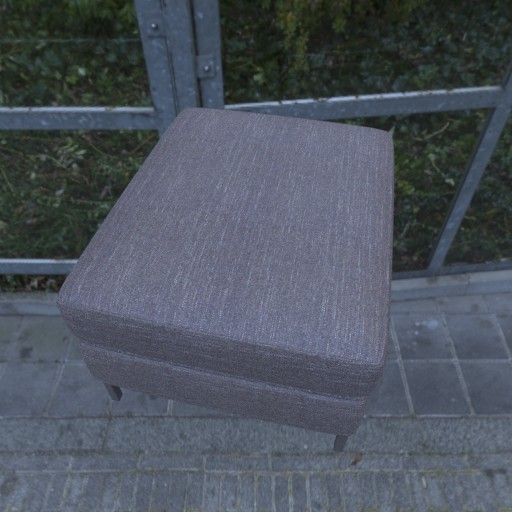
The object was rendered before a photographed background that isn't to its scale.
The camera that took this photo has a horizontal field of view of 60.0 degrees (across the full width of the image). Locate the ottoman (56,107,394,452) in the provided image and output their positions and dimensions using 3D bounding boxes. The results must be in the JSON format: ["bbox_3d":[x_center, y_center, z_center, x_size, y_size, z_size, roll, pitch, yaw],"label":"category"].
[{"bbox_3d":[0.000,0.000,1.225,0.671,0.490,0.820,10,48,9],"label":"ottoman"}]
